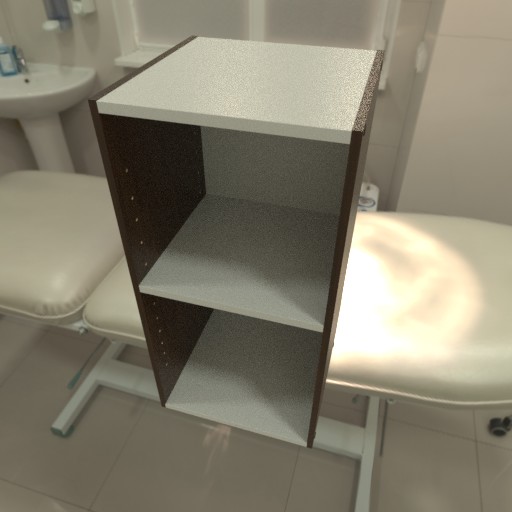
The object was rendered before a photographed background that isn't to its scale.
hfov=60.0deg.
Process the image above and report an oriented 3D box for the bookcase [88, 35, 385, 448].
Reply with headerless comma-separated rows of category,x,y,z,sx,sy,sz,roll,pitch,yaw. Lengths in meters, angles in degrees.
bookcase,0.000,0.000,0.748,0.300,0.600,0.290,11,41,13
